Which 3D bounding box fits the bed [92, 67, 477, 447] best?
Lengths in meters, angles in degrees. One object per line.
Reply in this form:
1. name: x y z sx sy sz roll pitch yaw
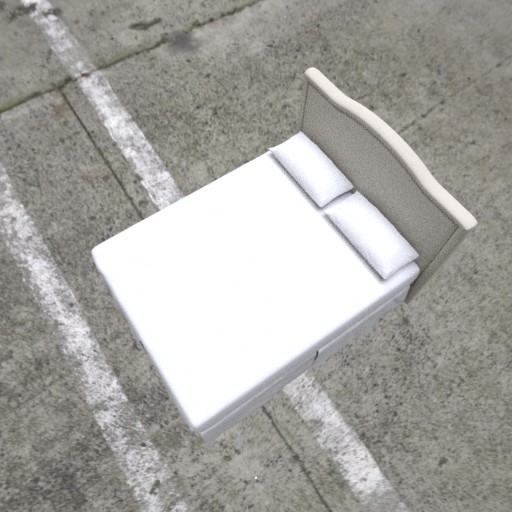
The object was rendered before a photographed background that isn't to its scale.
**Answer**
1. bed: 0.000 0.000 3.343 2.196 1.449 1.741 -32 68 -15
